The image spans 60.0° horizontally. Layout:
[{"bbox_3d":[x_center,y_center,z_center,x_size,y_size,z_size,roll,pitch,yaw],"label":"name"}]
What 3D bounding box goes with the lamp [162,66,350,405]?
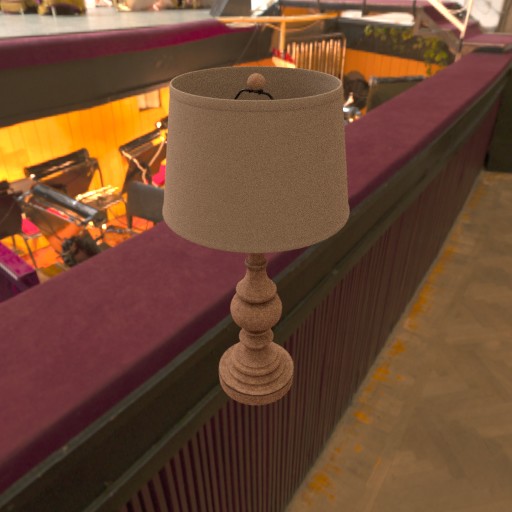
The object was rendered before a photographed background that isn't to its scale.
[{"bbox_3d":[0.000,0.000,0.878,0.340,0.678,0.340,0,32,0],"label":"lamp"}]
